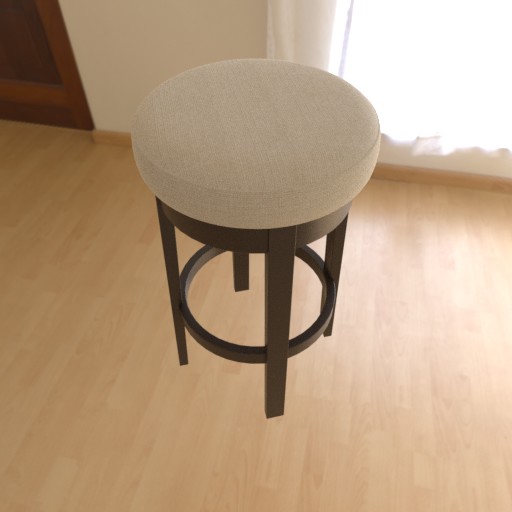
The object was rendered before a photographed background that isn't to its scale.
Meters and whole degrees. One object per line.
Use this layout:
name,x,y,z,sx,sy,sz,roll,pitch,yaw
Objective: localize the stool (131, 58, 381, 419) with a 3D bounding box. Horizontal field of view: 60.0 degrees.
stool,0.000,0.000,1.014,0.446,0.758,0.446,0,47,0
